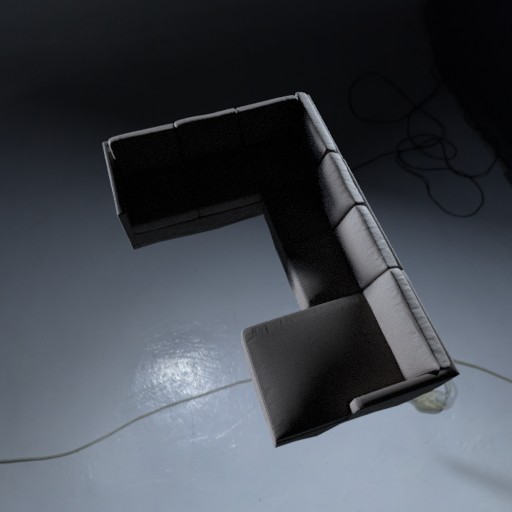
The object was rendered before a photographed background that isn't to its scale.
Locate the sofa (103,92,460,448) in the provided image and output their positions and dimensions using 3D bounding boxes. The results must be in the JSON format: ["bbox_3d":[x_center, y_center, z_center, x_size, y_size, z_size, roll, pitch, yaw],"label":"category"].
[{"bbox_3d":[0.000,0.000,4.442,2.427,0.882,3.460,-16,63,-8],"label":"sofa"}]
